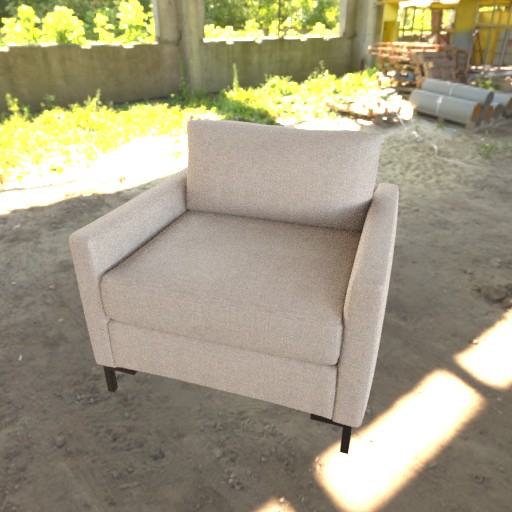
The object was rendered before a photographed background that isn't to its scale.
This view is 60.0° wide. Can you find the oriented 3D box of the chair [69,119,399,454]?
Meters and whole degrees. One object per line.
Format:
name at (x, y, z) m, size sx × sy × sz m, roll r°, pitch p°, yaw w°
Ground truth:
chair at (0.000, 0.000, 1.643) m, size 0.963 × 0.861 × 0.866 m, roll 8°, pitch 28°, yaw 16°
